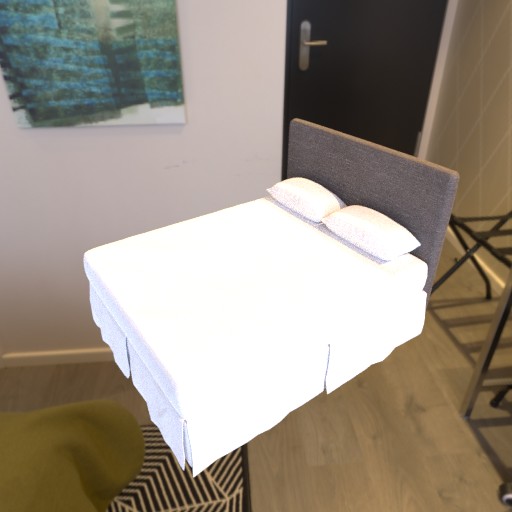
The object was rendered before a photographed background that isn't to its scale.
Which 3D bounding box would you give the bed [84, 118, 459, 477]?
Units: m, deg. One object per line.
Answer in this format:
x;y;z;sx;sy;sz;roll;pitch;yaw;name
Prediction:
0.000;0.000;3.208;2.142;1.330;1.723;-20;37;-29;bed
